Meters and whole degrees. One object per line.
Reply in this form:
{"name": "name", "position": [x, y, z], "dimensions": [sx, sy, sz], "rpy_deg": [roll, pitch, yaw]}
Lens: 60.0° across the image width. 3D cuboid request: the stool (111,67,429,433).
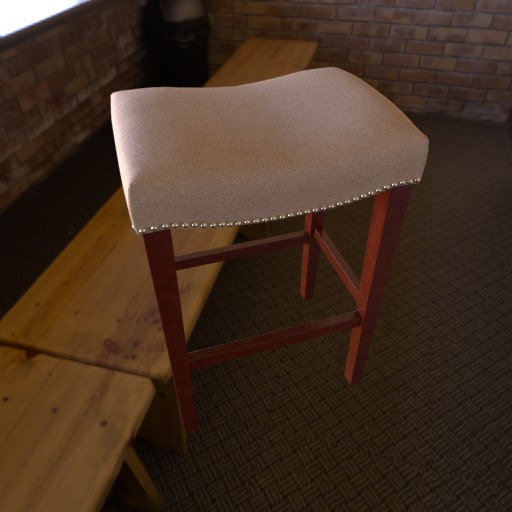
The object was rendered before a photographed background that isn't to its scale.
{"name": "stool", "position": [0.000, 0.000, 1.030], "dimensions": [0.504, 0.742, 0.372], "rpy_deg": [-12, 43, -13]}
